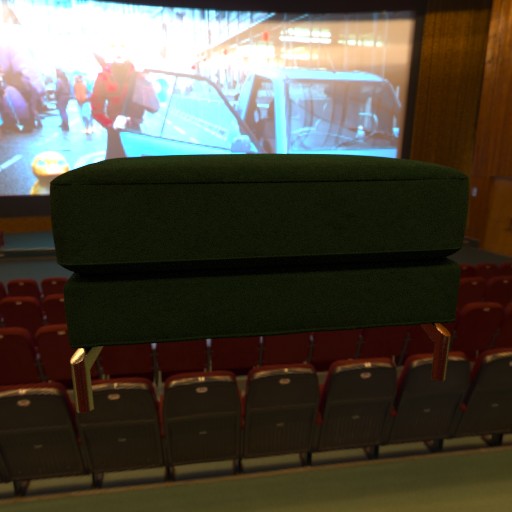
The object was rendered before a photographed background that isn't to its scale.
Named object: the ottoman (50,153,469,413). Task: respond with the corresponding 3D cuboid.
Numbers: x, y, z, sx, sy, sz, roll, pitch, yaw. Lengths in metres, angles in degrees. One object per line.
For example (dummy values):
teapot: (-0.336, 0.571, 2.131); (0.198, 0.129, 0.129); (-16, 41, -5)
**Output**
ottoman: (0.000, 0.000, 1.187); (0.886, 0.533, 0.536); (-2, 15, -9)
